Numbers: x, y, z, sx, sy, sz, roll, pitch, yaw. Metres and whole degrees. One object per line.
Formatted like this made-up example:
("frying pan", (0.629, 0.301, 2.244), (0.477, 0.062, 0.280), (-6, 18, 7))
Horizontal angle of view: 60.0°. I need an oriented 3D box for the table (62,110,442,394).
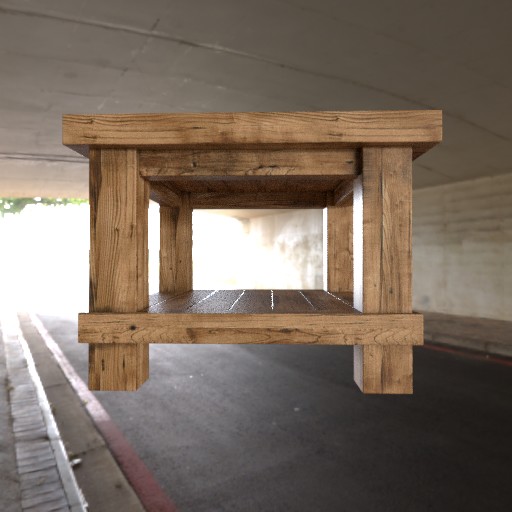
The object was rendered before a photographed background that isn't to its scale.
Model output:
("table", (0.000, 0.000, 1.013), (0.610, 0.457, 0.610), (0, 0, 2))
